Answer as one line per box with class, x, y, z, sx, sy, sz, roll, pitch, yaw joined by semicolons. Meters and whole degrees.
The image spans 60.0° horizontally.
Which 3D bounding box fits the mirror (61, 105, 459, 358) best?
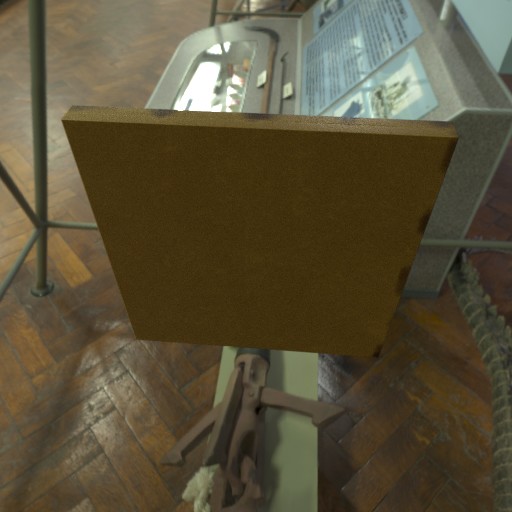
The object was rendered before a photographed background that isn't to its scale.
mirror;0.000;0.000;0.758;0.509;0.507;0.042;4;46;4
